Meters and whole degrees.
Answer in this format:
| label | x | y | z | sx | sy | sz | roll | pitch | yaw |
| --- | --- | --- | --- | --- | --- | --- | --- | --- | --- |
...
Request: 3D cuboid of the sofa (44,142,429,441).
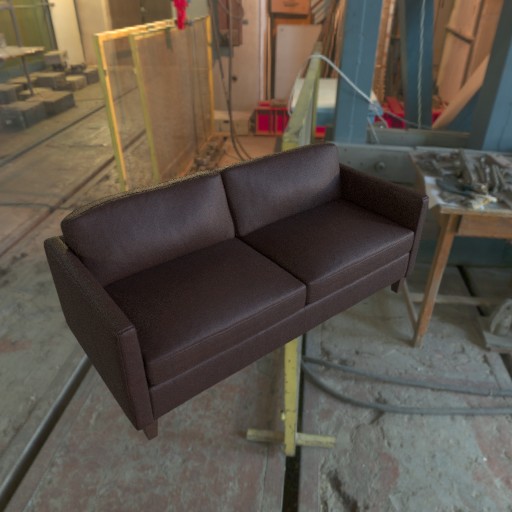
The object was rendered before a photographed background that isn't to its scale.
| label | x | y | z | sx | sy | sz | roll | pitch | yaw |
| --- | --- | --- | --- | --- | --- | --- | --- | --- | --- |
| sofa | 0.000 | 0.000 | 2.504 | 1.971 | 0.863 | 0.923 | -22 | 38 | -32 |
